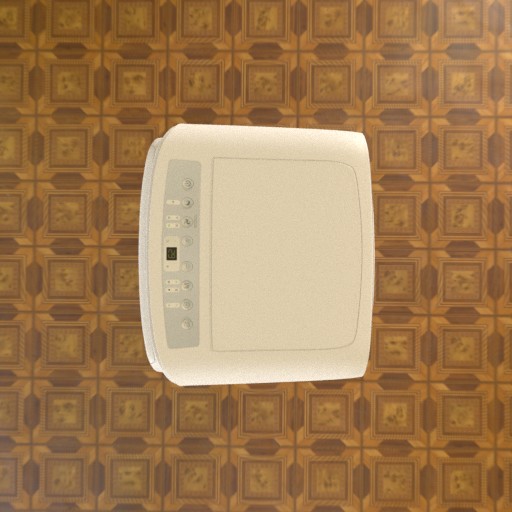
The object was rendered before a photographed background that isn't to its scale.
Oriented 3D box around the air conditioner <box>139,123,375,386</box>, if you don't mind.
[{"bbox_3d":[0.000,0.000,1.075,0.467,0.765,0.478,0,90,1],"label":"air conditioner"}]
